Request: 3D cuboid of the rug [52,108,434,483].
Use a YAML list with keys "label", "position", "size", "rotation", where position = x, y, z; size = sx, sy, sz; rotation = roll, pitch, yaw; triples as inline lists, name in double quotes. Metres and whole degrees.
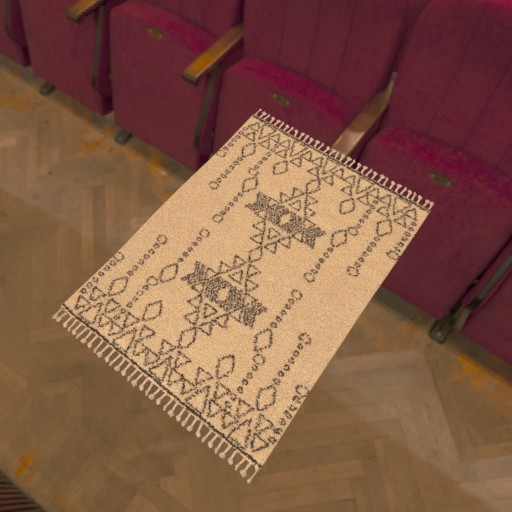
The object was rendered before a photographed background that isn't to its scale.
- label: "rug"
  position: [0.000, 0.000, 4.032]
  size: [2.125, 0.028, 3.027]
  rotation: [33, 67, 16]
